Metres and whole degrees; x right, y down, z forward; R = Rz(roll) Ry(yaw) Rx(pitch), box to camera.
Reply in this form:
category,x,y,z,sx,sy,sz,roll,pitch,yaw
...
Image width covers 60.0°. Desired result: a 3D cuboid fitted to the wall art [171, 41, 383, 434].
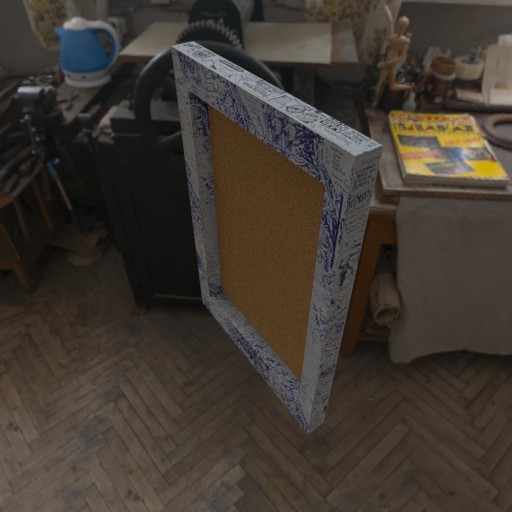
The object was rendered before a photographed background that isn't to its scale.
category,x,y,z,sx,sy,sz,roll,pitch,yaw
wall art,0.000,0.000,0.487,0.025,0.376,0.255,-25,48,-25
